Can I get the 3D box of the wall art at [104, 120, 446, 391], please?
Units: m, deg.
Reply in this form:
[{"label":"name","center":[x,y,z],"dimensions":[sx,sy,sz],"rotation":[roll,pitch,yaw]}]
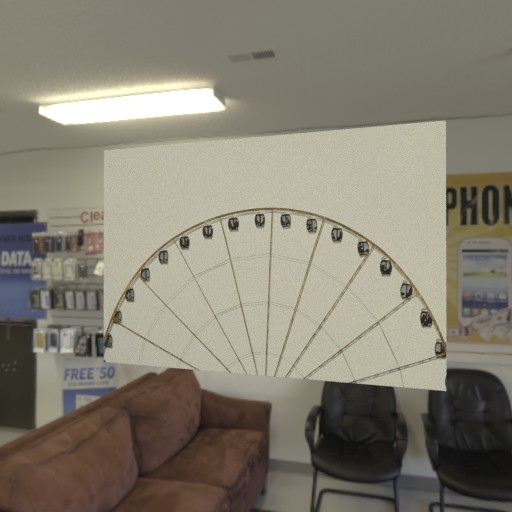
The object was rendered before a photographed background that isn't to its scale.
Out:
[{"label":"wall art","center":[0.000,0.000,1.137],"dimensions":[0.898,0.601,0.038],"rotation":[0,0,18]}]
